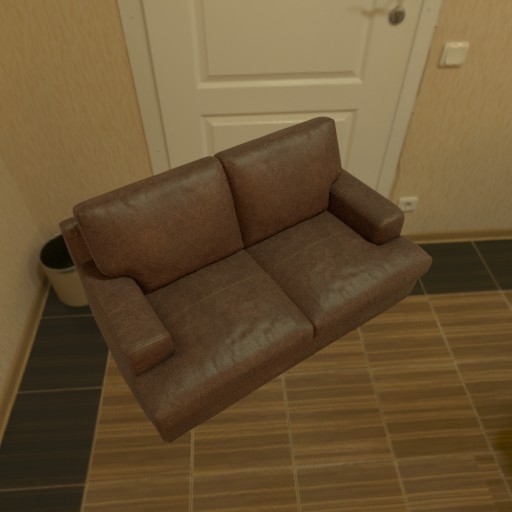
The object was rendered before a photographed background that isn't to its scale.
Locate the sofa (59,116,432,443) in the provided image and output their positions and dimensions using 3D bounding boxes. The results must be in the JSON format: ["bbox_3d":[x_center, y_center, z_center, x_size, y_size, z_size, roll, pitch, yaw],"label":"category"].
[{"bbox_3d":[0.000,0.000,2.593,1.880,0.939,1.143,-26,52,-22],"label":"sofa"}]
